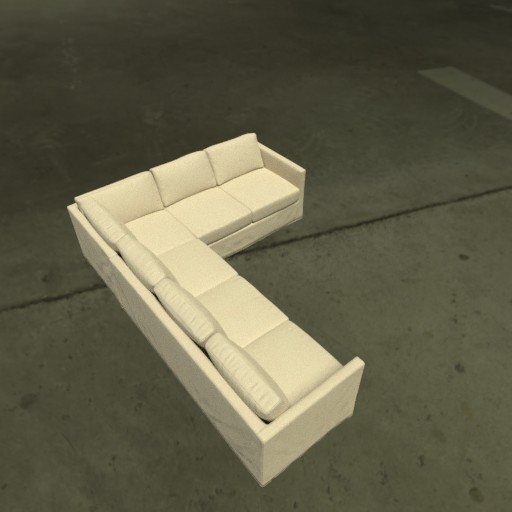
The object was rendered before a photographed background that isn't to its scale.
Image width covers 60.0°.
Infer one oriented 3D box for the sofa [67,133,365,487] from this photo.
[{"bbox_3d":[0.000,0.000,4.308,2.432,0.871,3.182,-28,48,-28],"label":"sofa"}]
